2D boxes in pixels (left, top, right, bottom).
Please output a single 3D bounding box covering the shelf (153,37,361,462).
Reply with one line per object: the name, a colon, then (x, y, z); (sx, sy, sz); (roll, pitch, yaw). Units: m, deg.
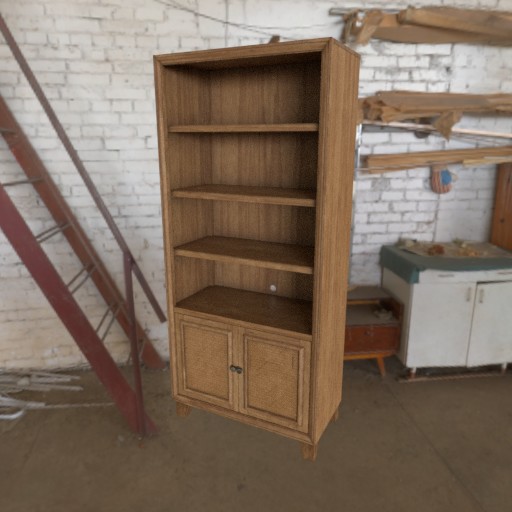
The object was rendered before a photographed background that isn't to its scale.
shelf: (0.000, 0.000, 2.305); (0.864, 1.930, 0.453); (8, 17, 26)
